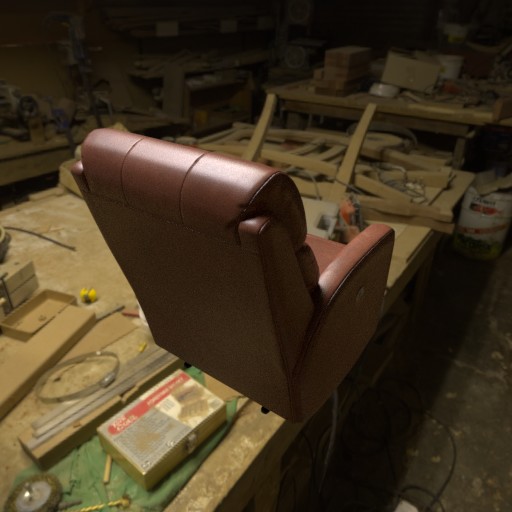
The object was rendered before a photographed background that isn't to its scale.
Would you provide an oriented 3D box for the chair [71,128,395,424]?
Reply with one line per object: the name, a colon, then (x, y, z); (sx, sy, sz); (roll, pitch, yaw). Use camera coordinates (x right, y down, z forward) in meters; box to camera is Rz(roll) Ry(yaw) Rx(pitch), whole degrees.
chair: (0.000, 0.000, 1.673); (0.787, 1.016, 0.939); (20, 36, 31)
